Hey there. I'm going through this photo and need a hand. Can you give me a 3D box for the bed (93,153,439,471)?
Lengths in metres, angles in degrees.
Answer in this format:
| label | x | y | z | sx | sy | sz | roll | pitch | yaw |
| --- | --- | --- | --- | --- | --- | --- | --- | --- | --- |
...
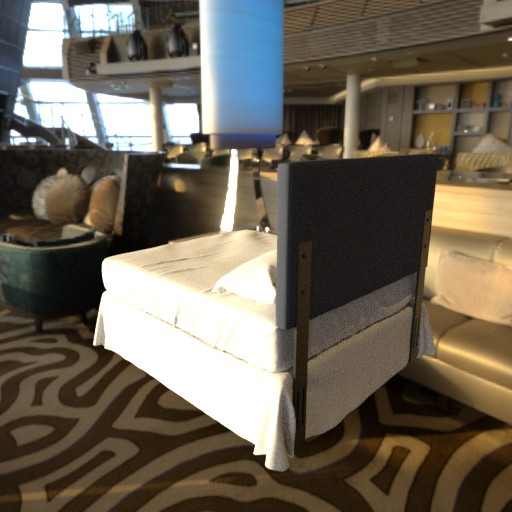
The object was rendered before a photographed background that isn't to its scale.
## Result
| label | x | y | z | sx | sy | sz | roll | pitch | yaw |
| --- | --- | --- | --- | --- | --- | --- | --- | --- | --- |
| bed | 0.000 | 0.000 | 3.471 | 2.222 | 1.577 | 1.936 | 15 | 21 | 43 |
